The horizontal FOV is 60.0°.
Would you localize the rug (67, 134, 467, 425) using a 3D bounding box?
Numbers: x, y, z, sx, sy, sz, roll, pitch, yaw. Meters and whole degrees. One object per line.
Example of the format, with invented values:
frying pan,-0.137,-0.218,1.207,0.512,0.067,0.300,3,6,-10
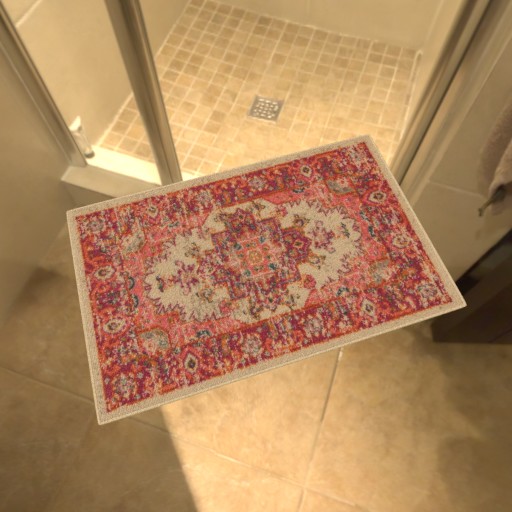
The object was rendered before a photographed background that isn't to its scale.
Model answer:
rug,0.000,0.000,1.102,0.868,0.004,0.556,-16,64,-8
